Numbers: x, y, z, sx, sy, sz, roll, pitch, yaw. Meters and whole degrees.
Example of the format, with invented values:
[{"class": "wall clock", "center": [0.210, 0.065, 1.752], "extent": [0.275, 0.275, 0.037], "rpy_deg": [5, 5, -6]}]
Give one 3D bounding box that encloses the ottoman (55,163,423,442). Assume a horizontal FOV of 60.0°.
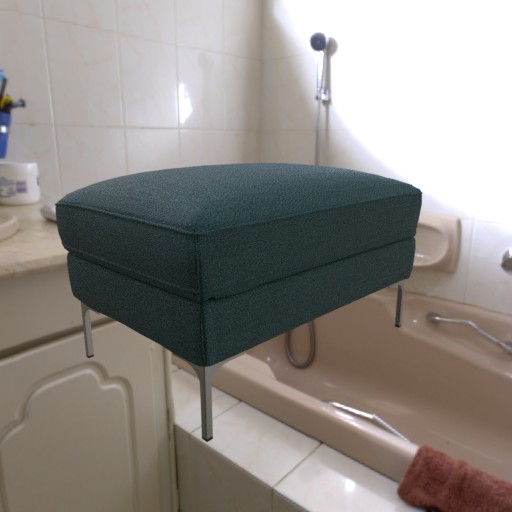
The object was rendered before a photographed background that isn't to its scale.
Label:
[{"class": "ottoman", "center": [0.000, 0.000, 1.214], "extent": [0.563, 0.498, 0.856], "rpy_deg": [14, 19, 43]}]
